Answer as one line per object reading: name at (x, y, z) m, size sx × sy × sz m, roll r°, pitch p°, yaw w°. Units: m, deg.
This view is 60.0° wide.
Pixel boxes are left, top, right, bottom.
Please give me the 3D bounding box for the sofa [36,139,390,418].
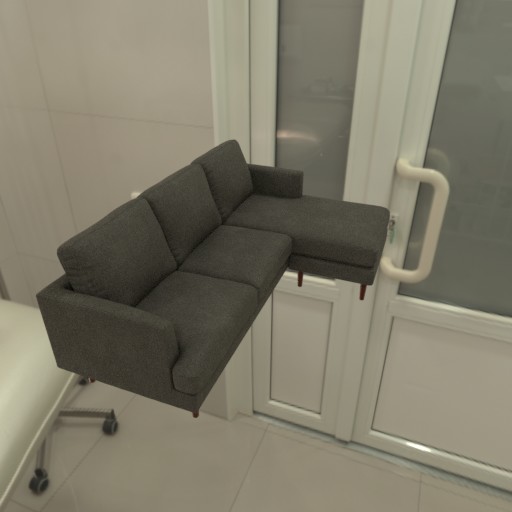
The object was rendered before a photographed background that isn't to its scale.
sofa at (0.000, 0.000, 2.959) m, size 1.504 × 0.956 × 2.233 m, roll 11°, pitch 32°, yaw 18°
